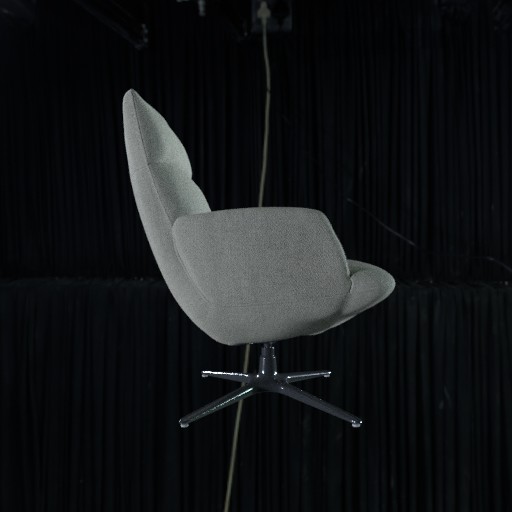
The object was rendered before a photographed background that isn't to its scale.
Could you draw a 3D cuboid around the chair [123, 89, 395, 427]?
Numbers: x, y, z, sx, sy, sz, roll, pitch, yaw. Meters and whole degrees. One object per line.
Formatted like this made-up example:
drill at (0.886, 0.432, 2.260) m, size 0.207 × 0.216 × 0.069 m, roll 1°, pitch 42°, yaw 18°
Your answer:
chair at (0.000, 0.000, 1.597) m, size 0.889 × 1.016 × 0.711 m, roll 0°, pitch 0°, yaw 0°
